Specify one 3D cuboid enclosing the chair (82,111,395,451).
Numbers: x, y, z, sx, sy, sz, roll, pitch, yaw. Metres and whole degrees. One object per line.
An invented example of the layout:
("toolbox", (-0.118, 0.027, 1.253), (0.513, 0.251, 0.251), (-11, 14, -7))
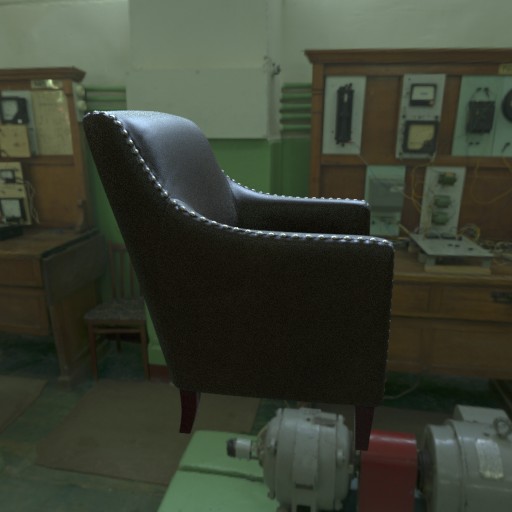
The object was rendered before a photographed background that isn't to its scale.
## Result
("chair", (0.000, 0.000, 1.305), (0.704, 0.813, 0.639), (2, 16, 8))
